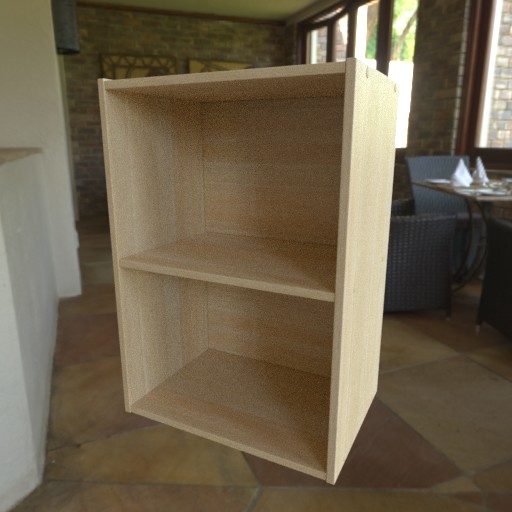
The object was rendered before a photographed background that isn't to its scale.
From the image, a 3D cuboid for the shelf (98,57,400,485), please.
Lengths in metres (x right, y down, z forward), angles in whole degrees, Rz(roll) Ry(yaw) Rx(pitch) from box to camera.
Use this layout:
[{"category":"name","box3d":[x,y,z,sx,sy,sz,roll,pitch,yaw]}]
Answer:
[{"category":"shelf","box3d":[0.000,0.000,0.803,0.414,0.592,0.290,7,16,26]}]
